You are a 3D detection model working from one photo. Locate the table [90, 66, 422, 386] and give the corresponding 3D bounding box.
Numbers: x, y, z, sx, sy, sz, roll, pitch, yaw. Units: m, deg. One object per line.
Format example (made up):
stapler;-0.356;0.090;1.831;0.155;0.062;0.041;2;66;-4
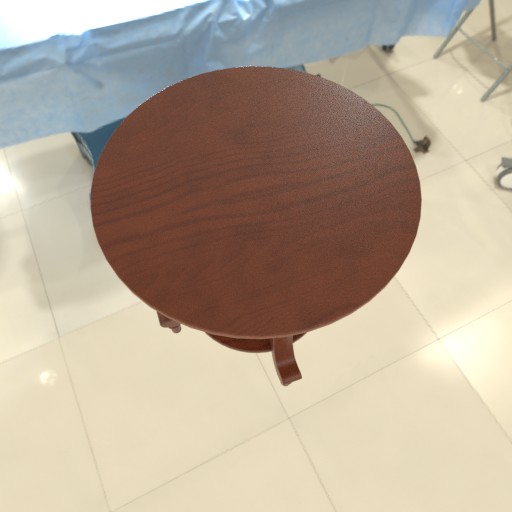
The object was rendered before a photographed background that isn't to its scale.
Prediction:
table;0.000;0.000;1.078;0.597;0.612;0.597;0;62;0
